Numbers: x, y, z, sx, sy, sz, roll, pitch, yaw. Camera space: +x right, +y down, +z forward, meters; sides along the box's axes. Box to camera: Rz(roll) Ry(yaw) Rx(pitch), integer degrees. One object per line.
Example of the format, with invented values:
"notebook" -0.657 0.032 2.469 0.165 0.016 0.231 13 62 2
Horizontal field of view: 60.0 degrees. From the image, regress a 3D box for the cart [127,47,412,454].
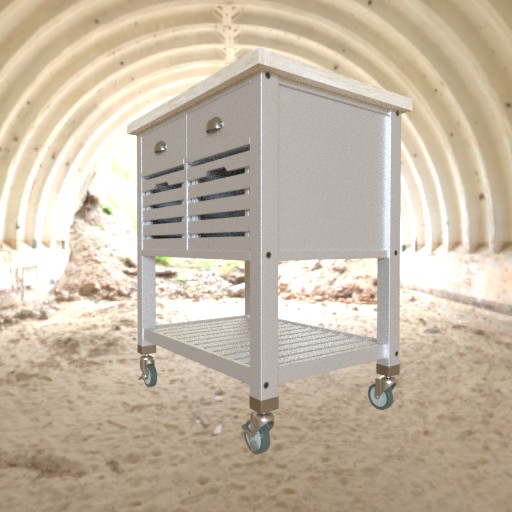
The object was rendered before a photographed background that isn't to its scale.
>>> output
"cart" 0.000 0.000 1.427 0.559 0.914 0.762 -1 2 -37
